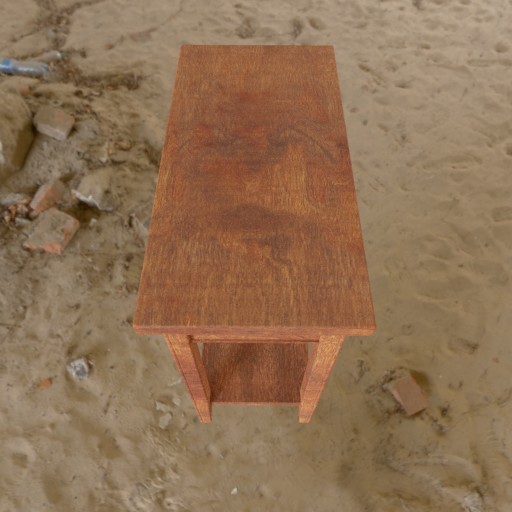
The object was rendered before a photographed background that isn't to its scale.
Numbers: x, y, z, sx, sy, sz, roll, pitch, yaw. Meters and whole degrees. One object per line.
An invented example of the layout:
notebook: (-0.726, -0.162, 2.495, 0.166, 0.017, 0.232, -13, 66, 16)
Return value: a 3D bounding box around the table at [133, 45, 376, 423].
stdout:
table: (0.000, 0.000, 0.973, 0.305, 0.610, 0.610, 0, 57, 0)
